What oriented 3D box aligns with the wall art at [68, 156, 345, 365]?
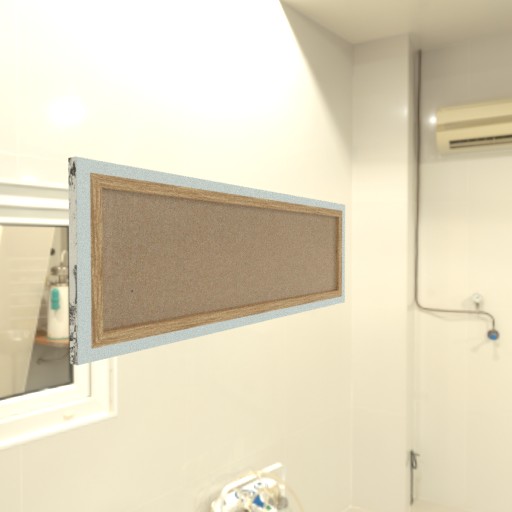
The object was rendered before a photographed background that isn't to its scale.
[{"bbox_3d":[0.000,0.000,1.698,0.039,0.507,1.520,1,1,36],"label":"wall art"}]
